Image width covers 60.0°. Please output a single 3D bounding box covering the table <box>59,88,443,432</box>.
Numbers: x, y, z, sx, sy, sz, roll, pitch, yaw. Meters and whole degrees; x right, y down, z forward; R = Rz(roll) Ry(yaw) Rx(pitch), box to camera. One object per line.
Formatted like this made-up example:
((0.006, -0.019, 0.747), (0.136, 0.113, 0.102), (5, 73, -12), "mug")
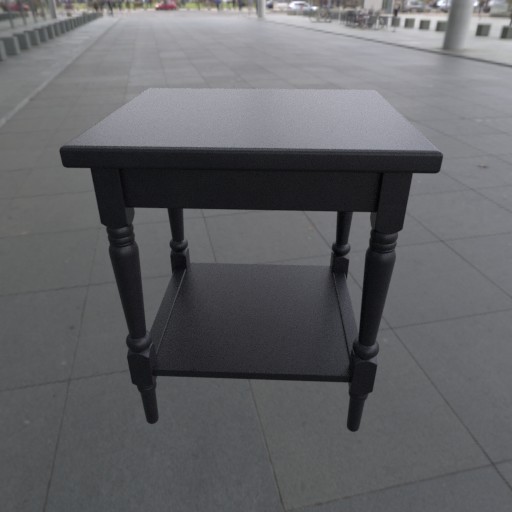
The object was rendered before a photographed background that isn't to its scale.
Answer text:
((0.000, 0.000, 0.890), (0.488, 0.565, 0.442), (1, 30, 2), "table")
